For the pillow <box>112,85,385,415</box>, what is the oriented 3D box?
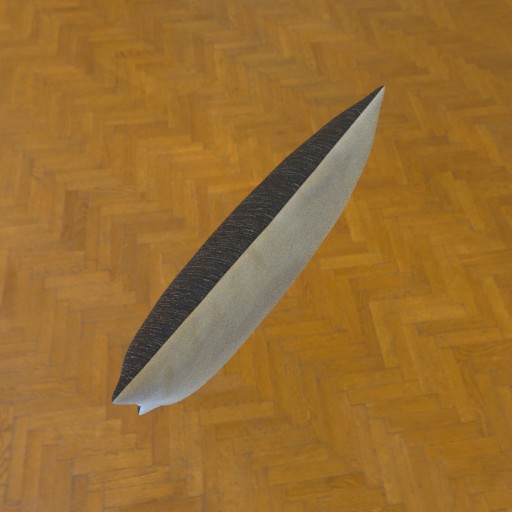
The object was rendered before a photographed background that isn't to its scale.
[{"bbox_3d":[0.000,0.000,0.735,0.156,0.305,0.608,33,67,16],"label":"pillow"}]
